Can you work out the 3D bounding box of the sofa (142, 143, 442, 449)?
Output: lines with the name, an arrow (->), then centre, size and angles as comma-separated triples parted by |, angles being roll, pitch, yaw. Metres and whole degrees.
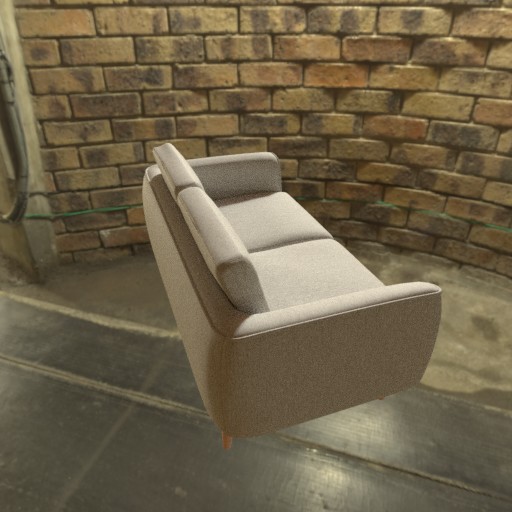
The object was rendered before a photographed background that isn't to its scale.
sofa -> 0.000, 0.000, 2.220 | 0.920, 0.850, 1.700 | -11, 33, -17
